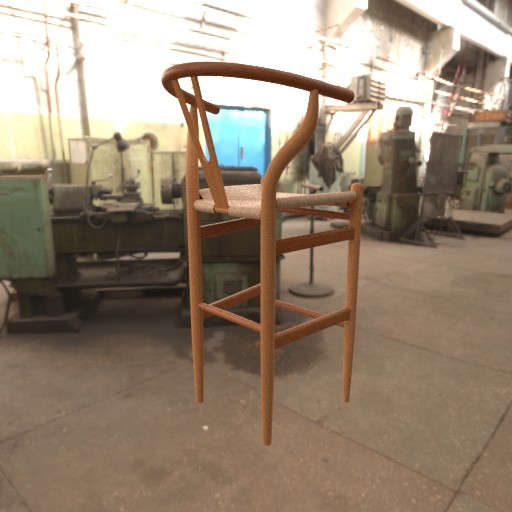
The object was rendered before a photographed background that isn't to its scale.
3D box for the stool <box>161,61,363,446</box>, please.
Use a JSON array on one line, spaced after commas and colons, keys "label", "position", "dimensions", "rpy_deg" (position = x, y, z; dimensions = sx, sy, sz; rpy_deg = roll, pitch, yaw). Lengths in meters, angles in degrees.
[{"label": "stool", "position": [0.000, 0.000, 1.404], "dimensions": [0.561, 1.068, 0.574], "rpy_deg": [-13, 18, -43]}]
